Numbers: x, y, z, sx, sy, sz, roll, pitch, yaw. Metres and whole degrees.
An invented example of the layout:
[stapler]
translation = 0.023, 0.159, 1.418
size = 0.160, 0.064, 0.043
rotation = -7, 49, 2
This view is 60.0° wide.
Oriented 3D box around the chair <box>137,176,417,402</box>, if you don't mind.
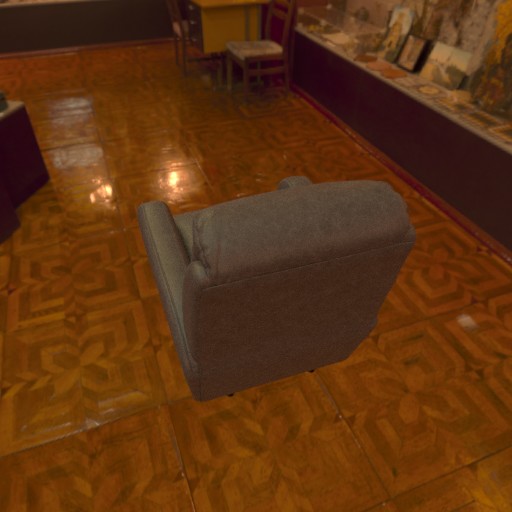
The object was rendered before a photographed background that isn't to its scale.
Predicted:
[chair]
translation = 0.000, 0.000, 1.847
size = 0.865, 1.067, 1.067
rotation = -12, 42, -14
